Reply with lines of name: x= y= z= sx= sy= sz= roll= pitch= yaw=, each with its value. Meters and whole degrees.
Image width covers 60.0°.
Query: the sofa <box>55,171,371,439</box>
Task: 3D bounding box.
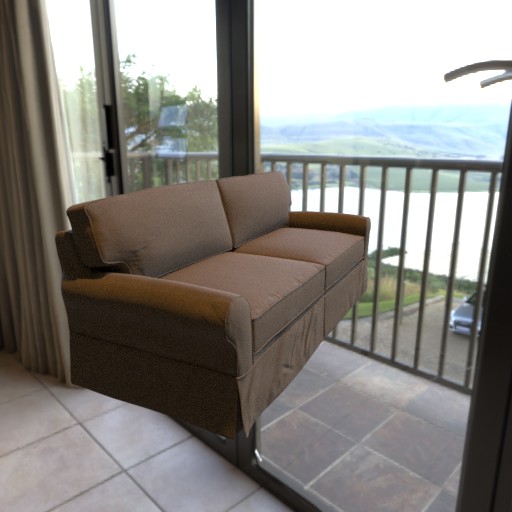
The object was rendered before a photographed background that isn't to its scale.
sofa: x=0.000 y=0.000 z=2.785 sx=0.991 sy=0.943 sz=2.248 roll=7 pitch=16 yaw=26
